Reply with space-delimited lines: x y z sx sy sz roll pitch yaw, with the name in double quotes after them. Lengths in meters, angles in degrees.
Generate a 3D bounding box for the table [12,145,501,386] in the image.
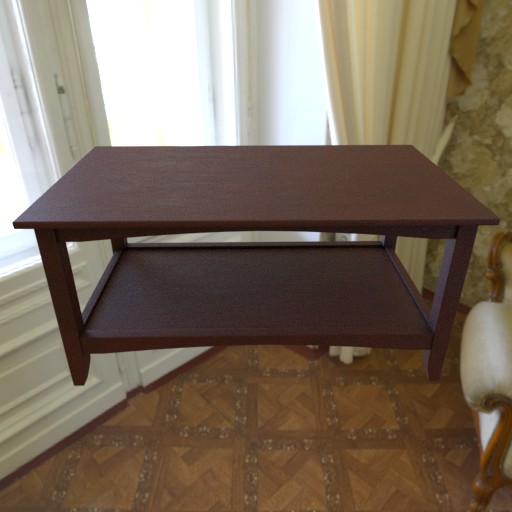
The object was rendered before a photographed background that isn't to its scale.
0.000 0.000 1.195 0.943 0.456 0.533 -1 29 -1 "table"
